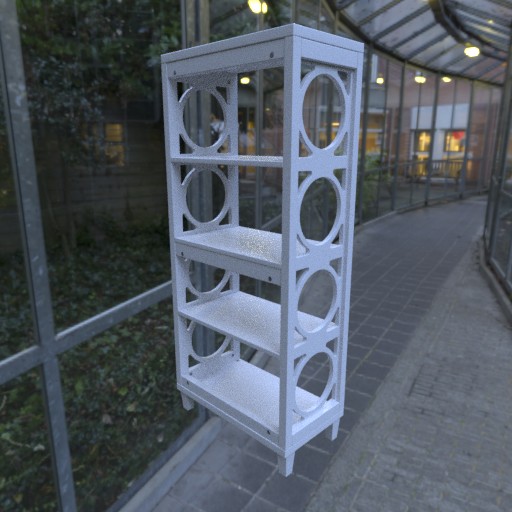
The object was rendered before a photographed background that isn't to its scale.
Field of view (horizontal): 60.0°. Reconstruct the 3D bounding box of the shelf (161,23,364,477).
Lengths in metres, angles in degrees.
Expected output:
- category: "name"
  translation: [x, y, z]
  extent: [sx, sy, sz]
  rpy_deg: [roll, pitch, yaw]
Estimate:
- category: "shelf"
  translation: [0.000, 0.000, 1.642]
  extent: [0.611, 1.411, 0.340]
  rpy_deg: [14, 20, 43]
